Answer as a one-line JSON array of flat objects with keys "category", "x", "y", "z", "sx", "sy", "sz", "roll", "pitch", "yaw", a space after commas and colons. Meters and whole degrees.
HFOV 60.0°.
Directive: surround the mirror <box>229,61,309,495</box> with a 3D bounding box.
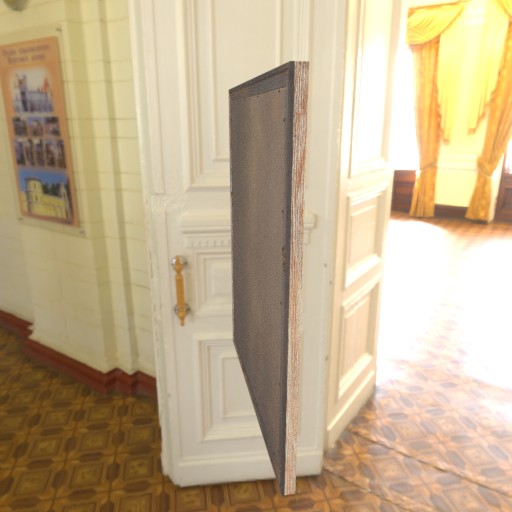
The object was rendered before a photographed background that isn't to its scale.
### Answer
[{"category": "mirror", "x": 0.000, "y": 0.000, "z": 1.192, "sx": 0.032, "sy": 0.882, "sz": 0.730, "roll": -3, "pitch": 17, "yaw": -11}]
